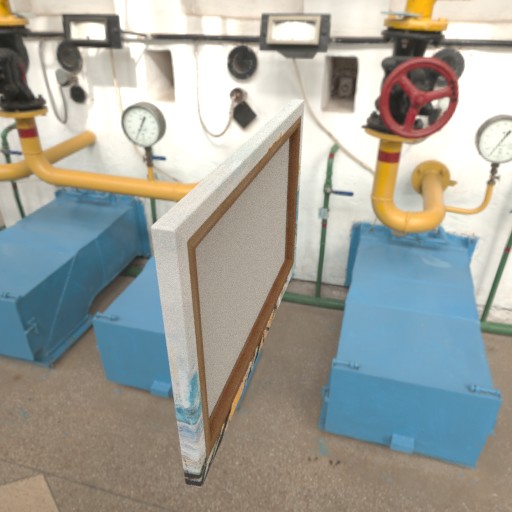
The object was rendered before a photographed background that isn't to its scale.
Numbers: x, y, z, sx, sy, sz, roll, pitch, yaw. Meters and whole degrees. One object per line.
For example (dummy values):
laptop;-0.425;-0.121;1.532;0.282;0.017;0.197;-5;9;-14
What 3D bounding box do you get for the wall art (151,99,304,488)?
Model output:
wall art;0.000;0.000;1.151;0.038;0.609;0.913;9;32;14
